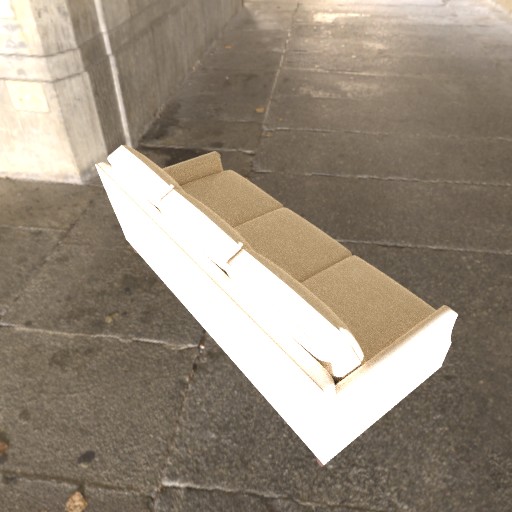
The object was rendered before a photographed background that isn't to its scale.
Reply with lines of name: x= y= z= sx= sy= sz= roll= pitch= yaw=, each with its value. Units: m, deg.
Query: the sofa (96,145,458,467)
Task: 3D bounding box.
sofa: x=0.000 y=0.000 z=2.766 sx=1.041 sy=0.940 sz=2.210 roll=-26 pitch=47 yaw=-28
